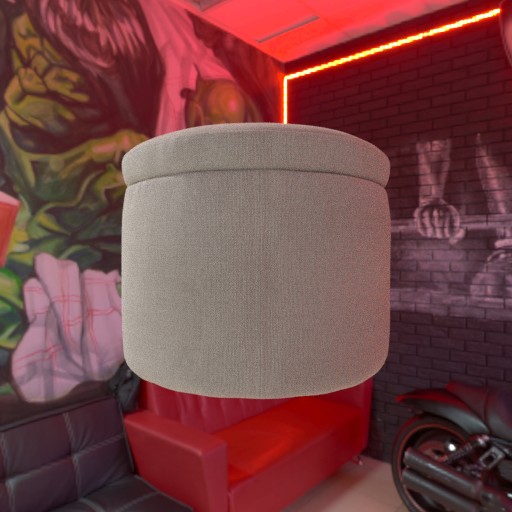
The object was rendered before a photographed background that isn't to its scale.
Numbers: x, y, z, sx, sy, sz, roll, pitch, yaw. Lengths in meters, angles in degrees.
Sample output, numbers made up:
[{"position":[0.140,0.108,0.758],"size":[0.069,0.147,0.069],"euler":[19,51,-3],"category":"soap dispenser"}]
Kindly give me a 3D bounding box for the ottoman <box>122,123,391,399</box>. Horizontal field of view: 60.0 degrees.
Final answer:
[{"position":[0.000,0.000,0.855],"size":[0.497,0.409,0.497],"euler":[0,0,0],"category":"ottoman"}]
